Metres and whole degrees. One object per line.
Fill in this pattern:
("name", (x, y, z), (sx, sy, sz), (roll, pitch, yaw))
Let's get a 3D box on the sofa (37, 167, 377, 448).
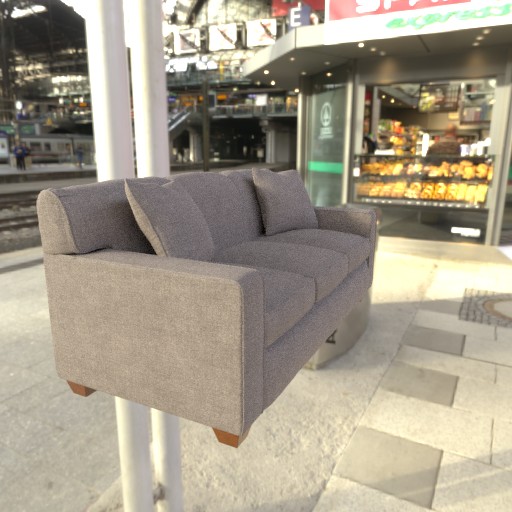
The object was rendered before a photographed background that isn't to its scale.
("sofa", (0.000, 0.000, 2.528), (0.997, 0.958, 2.024), (7, 15, 26))
